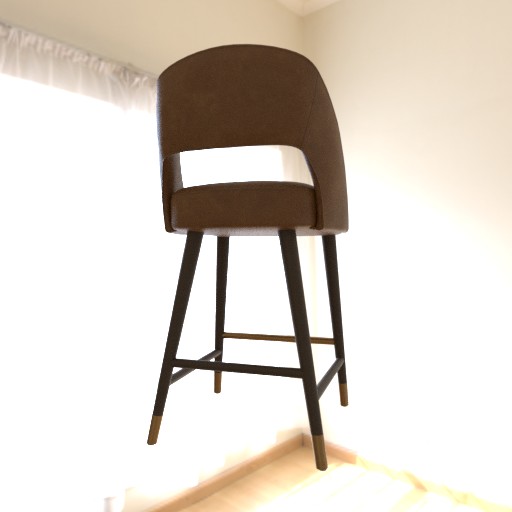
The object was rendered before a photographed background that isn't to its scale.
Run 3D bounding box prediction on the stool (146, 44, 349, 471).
[{"bbox_3d":[0.000,0.000,1.222,0.494,0.940,0.509,0,0,18],"label":"stool"}]
